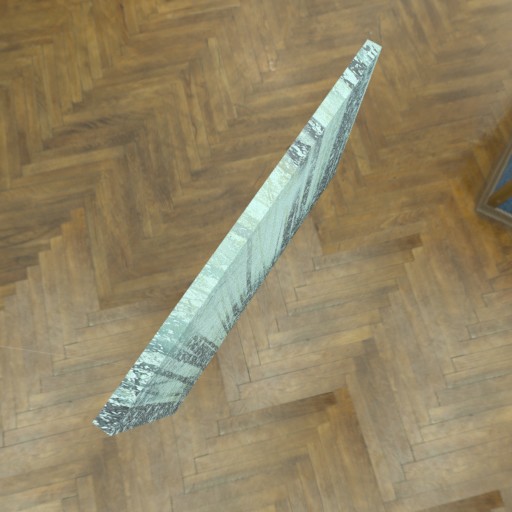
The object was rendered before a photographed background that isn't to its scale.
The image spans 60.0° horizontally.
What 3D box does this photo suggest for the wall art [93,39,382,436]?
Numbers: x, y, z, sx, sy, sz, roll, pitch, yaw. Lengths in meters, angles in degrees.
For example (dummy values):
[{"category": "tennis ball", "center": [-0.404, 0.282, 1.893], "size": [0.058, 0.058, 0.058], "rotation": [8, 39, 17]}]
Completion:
[{"category": "wall art", "center": [0.000, 0.000, 1.121], "size": [0.038, 0.598, 0.919], "rotation": [32, 76, 9]}]
